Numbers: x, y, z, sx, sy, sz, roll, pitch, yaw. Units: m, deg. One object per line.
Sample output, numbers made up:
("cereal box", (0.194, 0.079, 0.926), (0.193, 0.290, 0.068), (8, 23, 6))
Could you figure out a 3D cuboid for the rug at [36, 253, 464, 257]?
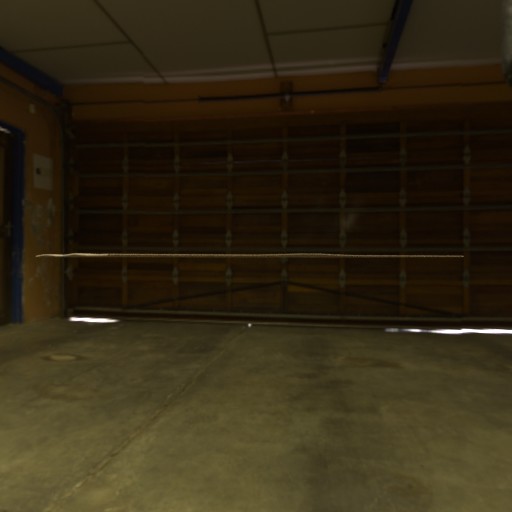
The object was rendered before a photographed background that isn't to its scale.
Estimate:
("rug", (0.000, 0.000, 2.975), (2.439, 0.015, 1.524), (0, 0, -35))
